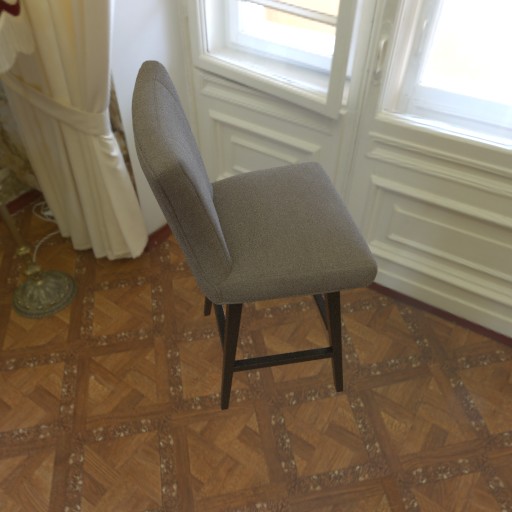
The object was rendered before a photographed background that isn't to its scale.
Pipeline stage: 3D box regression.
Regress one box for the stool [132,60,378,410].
[{"bbox_3d":[0.000,0.000,1.409,0.574,1.086,0.514,-9,47,-9],"label":"stool"}]
